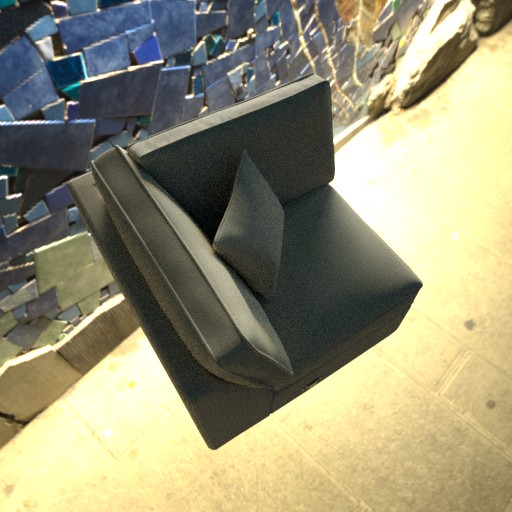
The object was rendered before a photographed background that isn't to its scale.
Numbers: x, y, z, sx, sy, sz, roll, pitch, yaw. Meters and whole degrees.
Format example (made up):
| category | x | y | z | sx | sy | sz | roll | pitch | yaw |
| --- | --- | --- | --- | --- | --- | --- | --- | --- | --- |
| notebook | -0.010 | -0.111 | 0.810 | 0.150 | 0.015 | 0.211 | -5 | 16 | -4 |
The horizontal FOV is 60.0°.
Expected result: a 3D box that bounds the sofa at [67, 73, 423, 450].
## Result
| category | x | y | z | sx | sy | sz | roll | pitch | yaw |
| --- | --- | --- | --- | --- | --- | --- | --- | --- | --- |
| sofa | 0.000 | 0.000 | 1.967 | 1.146 | 1.002 | 1.084 | -28 | 61 | -17 |
